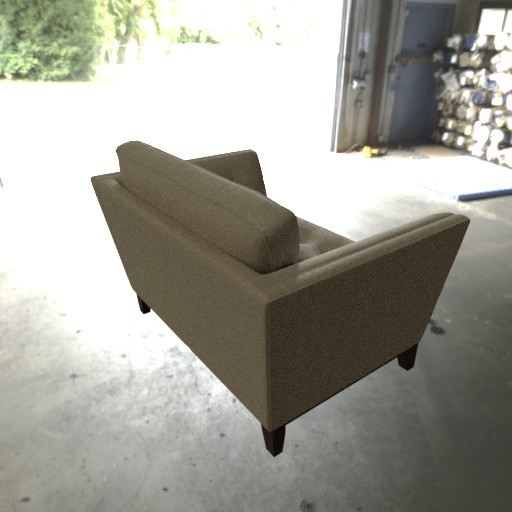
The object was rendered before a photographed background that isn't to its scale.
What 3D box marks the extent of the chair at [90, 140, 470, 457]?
[{"bbox_3d":[0.000,0.000,2.013,0.965,0.940,1.397,-18,32,-32],"label":"chair"}]
